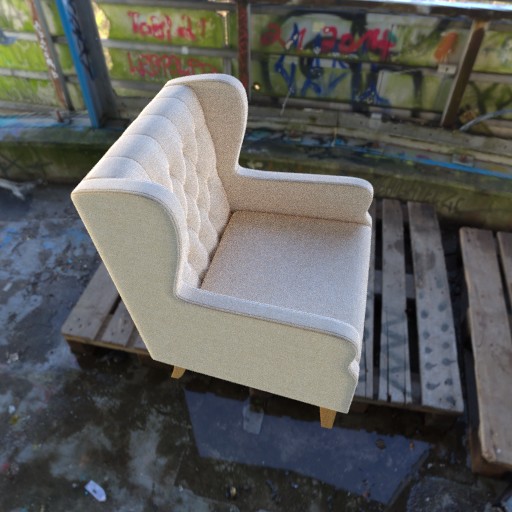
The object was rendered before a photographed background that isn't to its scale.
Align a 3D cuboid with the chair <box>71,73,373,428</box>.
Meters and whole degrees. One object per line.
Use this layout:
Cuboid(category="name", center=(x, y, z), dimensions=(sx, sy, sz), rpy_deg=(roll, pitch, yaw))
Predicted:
Cuboid(category="chair", center=(0.000, 0.000, 1.487), dimensions=(0.760, 0.930, 0.710), rpy_deg=(10, 46, 9))
